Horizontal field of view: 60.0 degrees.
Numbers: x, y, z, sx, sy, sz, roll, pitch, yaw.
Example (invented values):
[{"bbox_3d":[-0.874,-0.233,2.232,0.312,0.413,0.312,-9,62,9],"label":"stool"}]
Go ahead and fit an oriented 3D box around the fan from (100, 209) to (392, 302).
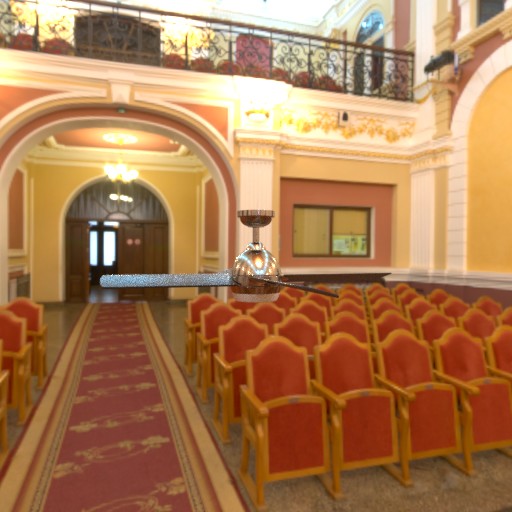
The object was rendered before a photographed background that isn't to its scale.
[{"bbox_3d":[0.000,0.000,2.003,1.332,0.403,1.332,0,1,-17],"label":"fan"}]
